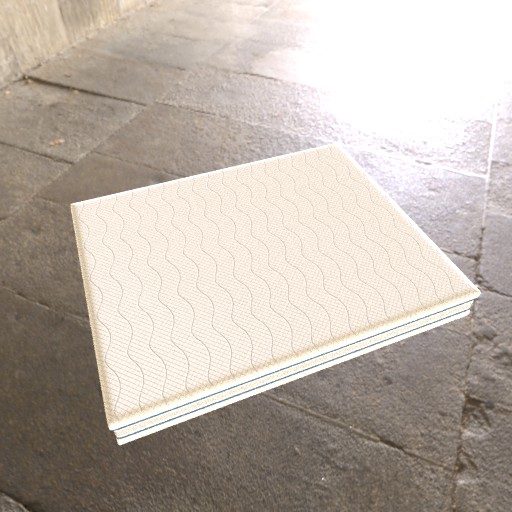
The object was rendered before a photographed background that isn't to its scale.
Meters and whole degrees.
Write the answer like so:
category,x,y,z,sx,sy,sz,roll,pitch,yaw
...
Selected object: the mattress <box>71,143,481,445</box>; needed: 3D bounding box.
category,x,y,z,sx,sy,sz,roll,pitch,yaw
mattress,0.000,0.000,2.735,2.000,0.230,1.600,-16,48,-15
